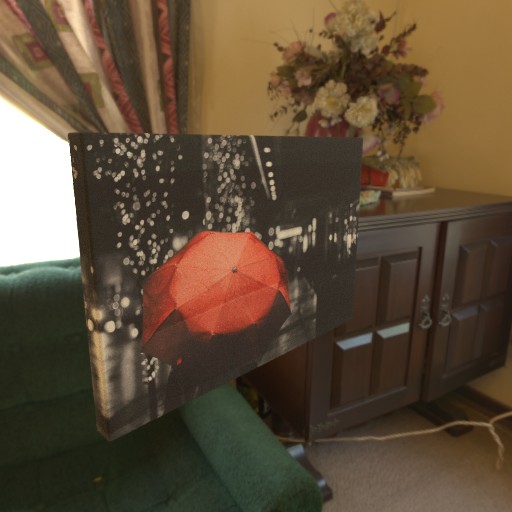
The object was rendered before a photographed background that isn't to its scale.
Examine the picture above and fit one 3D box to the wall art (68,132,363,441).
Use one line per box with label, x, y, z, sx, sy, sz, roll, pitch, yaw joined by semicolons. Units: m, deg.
wall art;0.000;0.000;0.776;0.037;0.406;0.609;13;19;42
